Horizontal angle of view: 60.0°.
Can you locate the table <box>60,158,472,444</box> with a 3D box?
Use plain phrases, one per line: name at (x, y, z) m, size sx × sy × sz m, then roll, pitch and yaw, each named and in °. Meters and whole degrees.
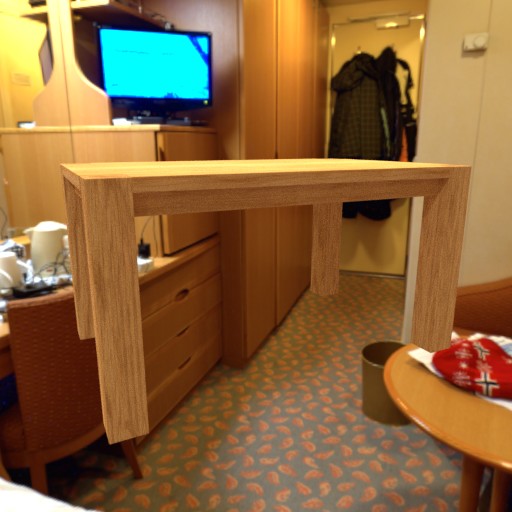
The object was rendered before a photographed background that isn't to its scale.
table at (0.000, 0.000, 1.877) m, size 1.400 × 0.760 × 0.900 m, roll -7°, pitch 16°, yaw -26°
